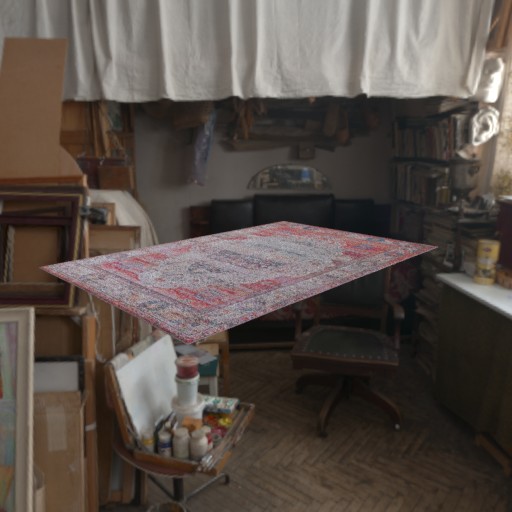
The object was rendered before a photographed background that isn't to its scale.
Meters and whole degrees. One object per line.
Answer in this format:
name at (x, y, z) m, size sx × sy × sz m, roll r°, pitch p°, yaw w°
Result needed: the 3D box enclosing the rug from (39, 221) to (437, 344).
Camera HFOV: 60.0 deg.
rug at (0.000, 0.000, 2.406) m, size 1.219 × 0.006 × 1.829 m, roll 14°, pitch 20°, yaw 43°
